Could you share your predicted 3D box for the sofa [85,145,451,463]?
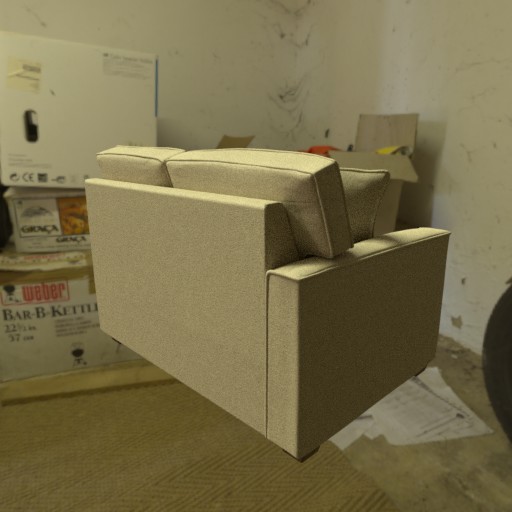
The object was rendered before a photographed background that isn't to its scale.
[{"bbox_3d":[0.000,0.000,2.048,0.991,0.989,1.388,-14,20,-42],"label":"sofa"}]
